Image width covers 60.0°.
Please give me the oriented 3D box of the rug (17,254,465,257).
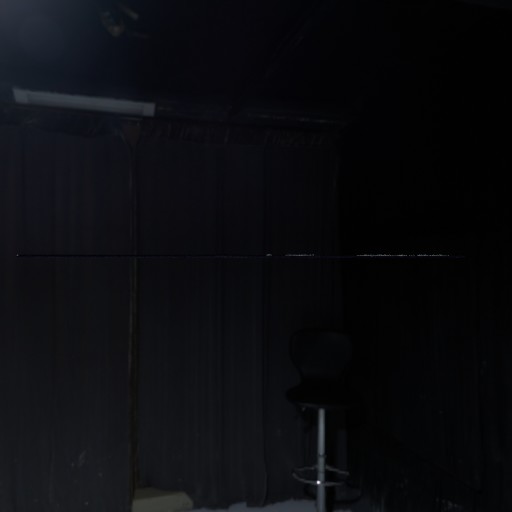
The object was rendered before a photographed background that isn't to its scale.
[{"bbox_3d":[0.000,0.000,2.469,2.283,0.016,0.602,0,0,-16],"label":"rug"}]
